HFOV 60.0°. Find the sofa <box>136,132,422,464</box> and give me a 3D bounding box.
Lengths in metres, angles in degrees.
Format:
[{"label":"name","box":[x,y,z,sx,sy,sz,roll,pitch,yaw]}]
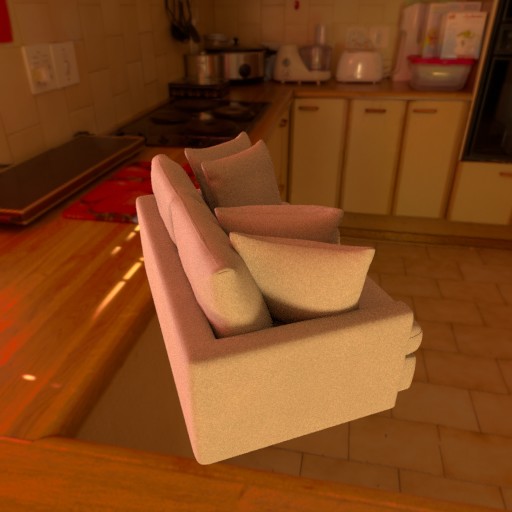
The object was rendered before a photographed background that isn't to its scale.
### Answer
[{"label":"sofa","box":[0.000,0.000,2.702,1.228,1.080,1.869,-10,31,-17]}]
